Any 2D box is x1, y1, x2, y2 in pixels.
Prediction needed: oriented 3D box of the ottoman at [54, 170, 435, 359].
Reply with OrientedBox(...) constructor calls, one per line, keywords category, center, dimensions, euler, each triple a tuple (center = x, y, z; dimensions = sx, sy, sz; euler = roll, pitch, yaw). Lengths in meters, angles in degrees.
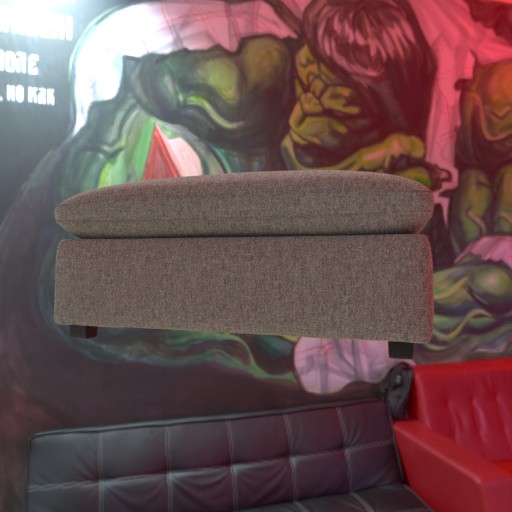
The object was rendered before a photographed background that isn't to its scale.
OrientedBox(category="ottoman", center=(0.000, 0.000, 1.359), dimensions=(0.977, 0.451, 0.694), euler=(0, 0, 17))
